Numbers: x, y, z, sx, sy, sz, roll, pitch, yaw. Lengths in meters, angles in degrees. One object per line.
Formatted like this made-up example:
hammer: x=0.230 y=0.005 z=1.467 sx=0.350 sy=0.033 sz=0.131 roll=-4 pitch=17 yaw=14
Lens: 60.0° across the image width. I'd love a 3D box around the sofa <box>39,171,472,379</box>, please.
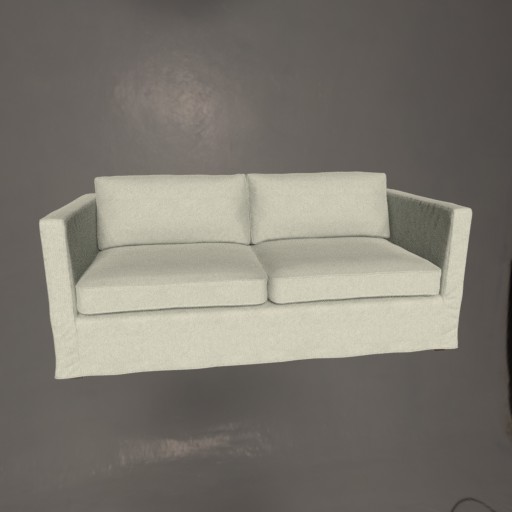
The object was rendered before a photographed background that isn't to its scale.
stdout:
sofa: x=0.000 y=0.000 z=2.462 sx=1.987 sy=0.870 sz=0.940 roll=-2 pitch=15 yaw=-9
